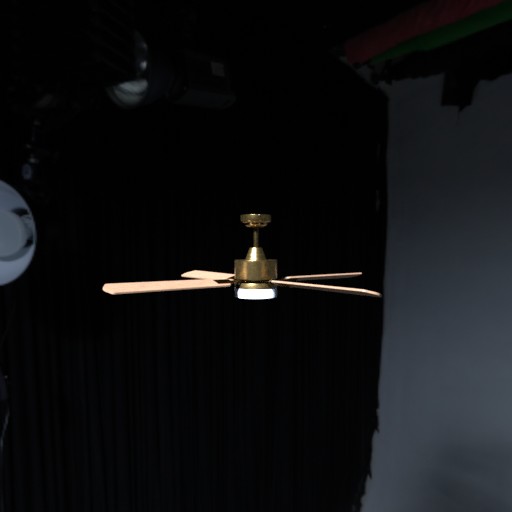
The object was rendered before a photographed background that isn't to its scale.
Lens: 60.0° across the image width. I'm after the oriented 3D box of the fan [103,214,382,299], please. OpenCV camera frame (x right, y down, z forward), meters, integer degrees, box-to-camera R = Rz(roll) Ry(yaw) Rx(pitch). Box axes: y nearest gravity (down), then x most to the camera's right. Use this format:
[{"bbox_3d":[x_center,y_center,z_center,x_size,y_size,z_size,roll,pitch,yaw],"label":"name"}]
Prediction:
[{"bbox_3d":[0.000,0.000,1.938,1.320,0.355,1.320,-1,2,-36],"label":"fan"}]
